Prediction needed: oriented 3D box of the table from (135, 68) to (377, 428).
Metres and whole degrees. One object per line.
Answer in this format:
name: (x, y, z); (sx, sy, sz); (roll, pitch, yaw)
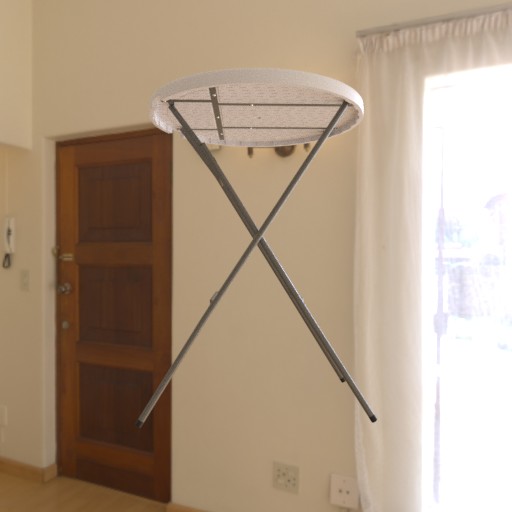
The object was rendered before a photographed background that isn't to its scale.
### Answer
table: (0.000, 0.000, 1.688); (0.795, 1.105, 0.792); (0, 1, -2)
